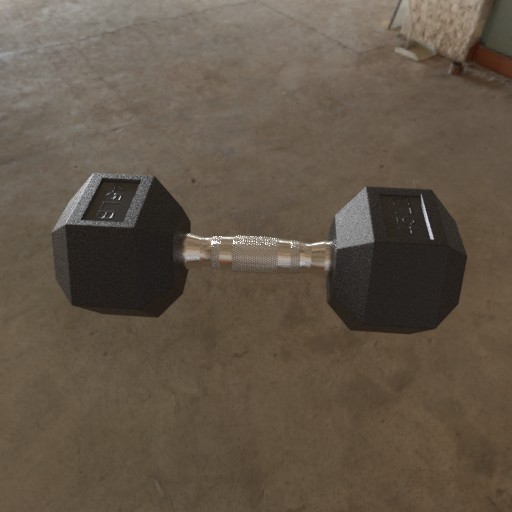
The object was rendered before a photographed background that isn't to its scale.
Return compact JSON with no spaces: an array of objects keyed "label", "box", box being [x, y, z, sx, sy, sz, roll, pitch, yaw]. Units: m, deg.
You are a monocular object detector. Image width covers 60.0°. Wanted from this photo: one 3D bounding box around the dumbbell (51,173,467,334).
[{"label":"dumbbell","box":[0.000,0.000,0.420,0.356,0.123,0.141,3,47,3]}]
